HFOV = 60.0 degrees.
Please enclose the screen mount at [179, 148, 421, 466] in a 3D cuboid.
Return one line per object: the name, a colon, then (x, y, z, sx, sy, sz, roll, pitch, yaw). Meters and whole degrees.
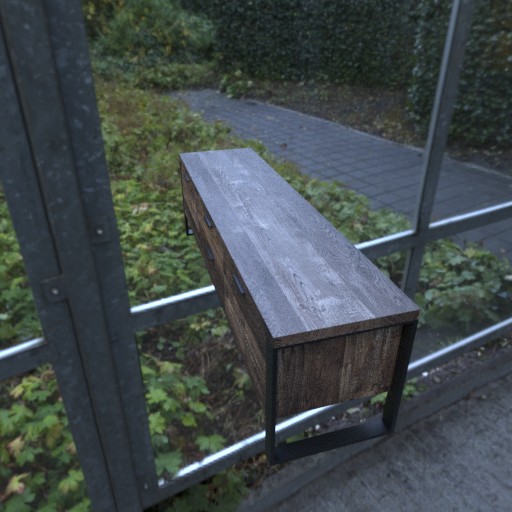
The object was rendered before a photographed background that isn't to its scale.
screen mount: (0.000, 0.000, 1.790, 0.395, 0.450, 1.524, -8, 30, -14)
